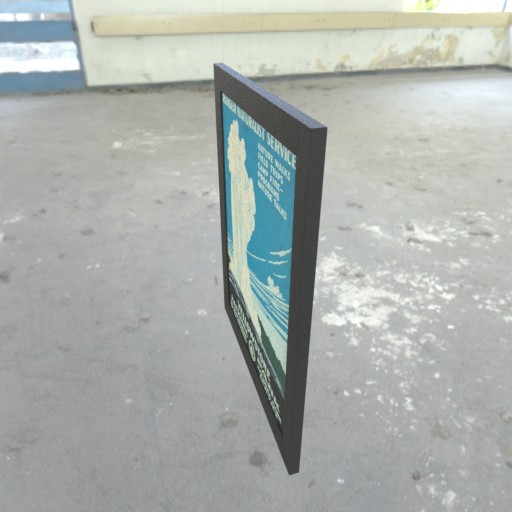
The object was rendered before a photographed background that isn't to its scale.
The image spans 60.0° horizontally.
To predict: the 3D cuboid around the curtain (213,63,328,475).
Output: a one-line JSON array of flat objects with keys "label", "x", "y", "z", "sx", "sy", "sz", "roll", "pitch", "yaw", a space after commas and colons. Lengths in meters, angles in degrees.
[{"label": "curtain", "x": 0.000, "y": 0.000, "z": 0.803, "sx": 0.027, "sy": 0.585, "sz": 0.483, "roll": -9, "pitch": 32, "yaw": -14}]
